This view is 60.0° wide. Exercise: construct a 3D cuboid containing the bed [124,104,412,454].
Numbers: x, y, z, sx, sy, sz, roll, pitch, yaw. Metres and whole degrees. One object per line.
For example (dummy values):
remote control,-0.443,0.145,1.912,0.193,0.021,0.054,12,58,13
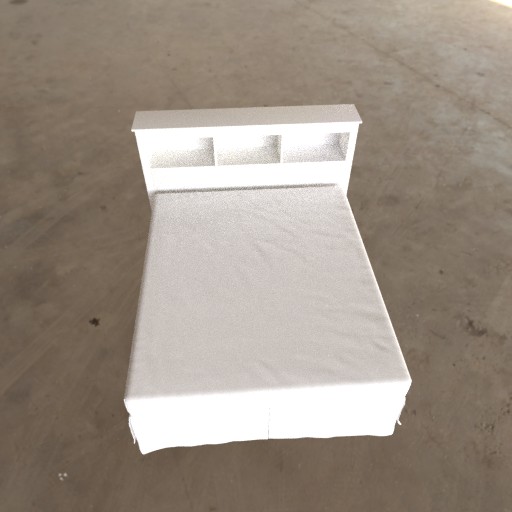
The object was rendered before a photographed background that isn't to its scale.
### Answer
bed,0.000,0.000,3.028,1.671,1.092,2.133,-3,45,-3
